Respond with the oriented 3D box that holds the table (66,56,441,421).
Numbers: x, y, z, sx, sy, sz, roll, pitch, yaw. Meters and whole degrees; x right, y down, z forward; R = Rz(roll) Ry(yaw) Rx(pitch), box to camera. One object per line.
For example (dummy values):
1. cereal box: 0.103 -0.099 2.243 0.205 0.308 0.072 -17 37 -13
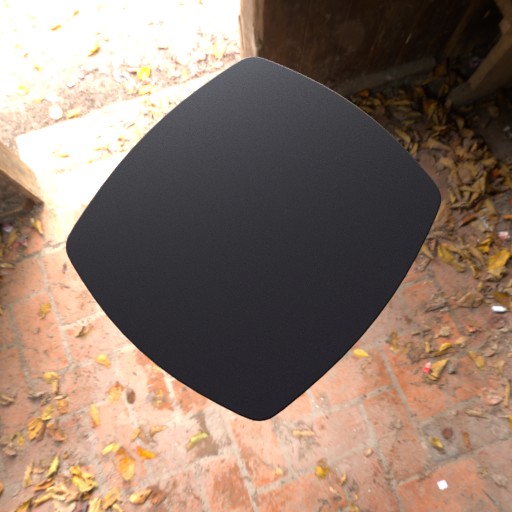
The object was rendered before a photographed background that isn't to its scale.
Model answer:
1. table: 0.000 0.000 0.891 0.457 0.457 0.508 39 79 9
